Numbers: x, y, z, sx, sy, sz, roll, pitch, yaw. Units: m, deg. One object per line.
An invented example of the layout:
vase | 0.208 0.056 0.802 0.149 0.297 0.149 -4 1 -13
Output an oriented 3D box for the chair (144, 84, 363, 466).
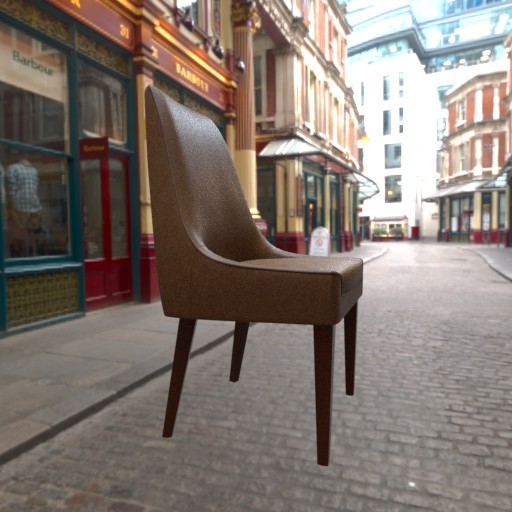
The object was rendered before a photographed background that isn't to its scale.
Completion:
chair | 0.000 0.000 1.199 0.544 0.861 0.529 1 3 19
